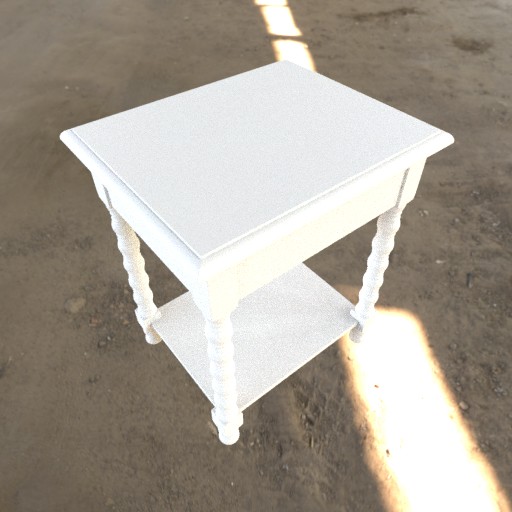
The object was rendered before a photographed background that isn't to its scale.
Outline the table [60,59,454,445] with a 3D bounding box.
[{"bbox_3d":[0.000,0.000,0.845,0.460,0.531,0.381,-29,52,-26],"label":"table"}]
